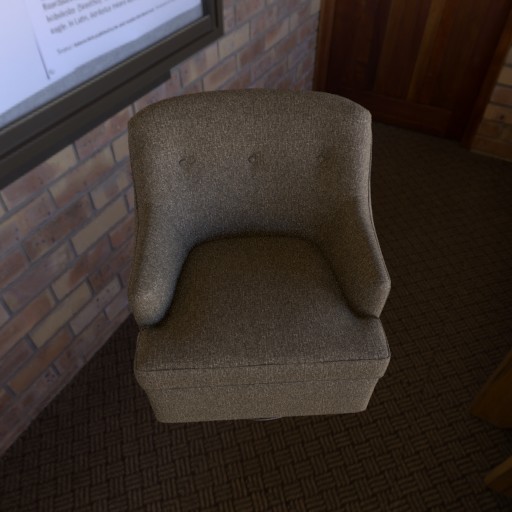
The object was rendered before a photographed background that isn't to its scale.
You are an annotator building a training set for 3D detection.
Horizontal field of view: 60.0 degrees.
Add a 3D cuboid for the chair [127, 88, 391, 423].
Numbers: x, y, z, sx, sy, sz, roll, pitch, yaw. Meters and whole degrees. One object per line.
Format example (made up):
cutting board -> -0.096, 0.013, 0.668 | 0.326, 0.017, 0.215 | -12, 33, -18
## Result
chair -> 0.000, 0.000, 1.606 | 0.864, 0.856, 0.923 | -2, 46, -2
